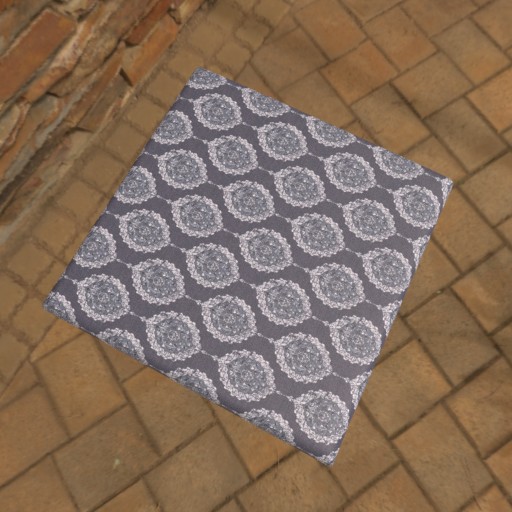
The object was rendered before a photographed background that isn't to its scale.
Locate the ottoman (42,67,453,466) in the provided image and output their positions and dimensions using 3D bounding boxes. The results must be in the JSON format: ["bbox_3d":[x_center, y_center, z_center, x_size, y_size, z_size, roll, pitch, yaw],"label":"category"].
[{"bbox_3d":[0.000,0.000,1.419,0.890,0.409,0.889,27,76,7],"label":"ottoman"}]
